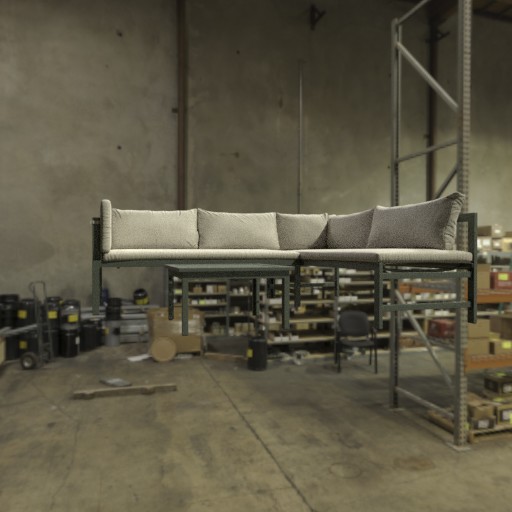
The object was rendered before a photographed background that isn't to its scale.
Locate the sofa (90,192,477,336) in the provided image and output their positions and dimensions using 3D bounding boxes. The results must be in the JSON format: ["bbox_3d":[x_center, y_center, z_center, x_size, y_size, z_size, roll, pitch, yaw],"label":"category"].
[{"bbox_3d":[0.000,0.000,2.969,2.096,0.758,1.658,0,1,-18],"label":"sofa"}]
